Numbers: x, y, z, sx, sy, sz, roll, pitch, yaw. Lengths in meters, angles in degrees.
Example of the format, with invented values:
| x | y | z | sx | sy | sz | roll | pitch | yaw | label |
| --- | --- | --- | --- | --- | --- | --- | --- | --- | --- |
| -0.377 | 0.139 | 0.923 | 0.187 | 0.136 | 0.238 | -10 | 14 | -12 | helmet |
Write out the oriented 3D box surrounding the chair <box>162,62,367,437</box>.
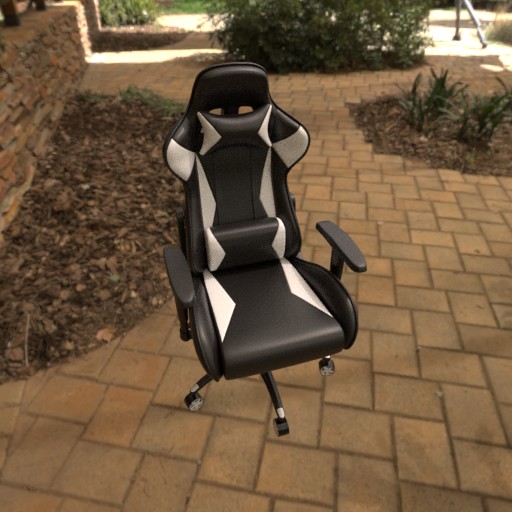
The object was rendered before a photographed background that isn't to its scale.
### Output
| x | y | z | sx | sy | sz | roll | pitch | yaw | label |
| --- | --- | --- | --- | --- | --- | --- | --- | --- | --- |
| 0.000 | 0.000 | 1.689 | 0.730 | 1.285 | 0.695 | -10 | 35 | -15 | chair |
